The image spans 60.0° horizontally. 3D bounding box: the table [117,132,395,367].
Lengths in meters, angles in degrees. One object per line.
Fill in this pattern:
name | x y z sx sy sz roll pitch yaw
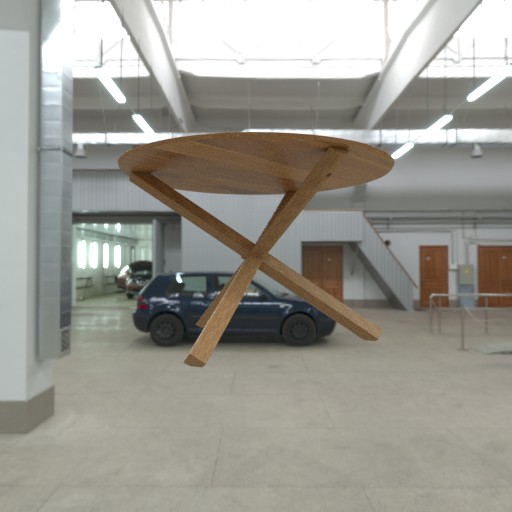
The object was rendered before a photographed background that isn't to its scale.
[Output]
table | 0.000 0.000 1.734 1.038 0.666 1.038 0 -1 0
